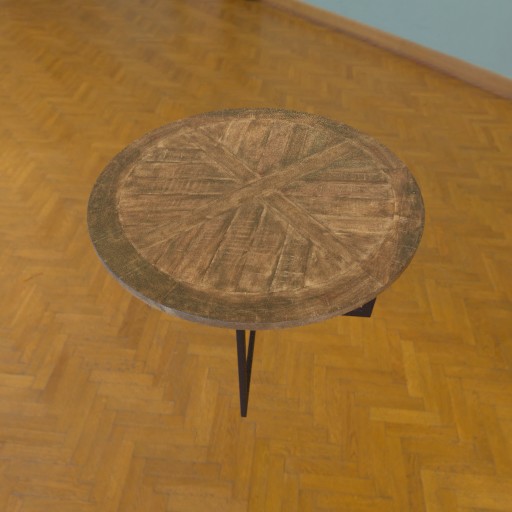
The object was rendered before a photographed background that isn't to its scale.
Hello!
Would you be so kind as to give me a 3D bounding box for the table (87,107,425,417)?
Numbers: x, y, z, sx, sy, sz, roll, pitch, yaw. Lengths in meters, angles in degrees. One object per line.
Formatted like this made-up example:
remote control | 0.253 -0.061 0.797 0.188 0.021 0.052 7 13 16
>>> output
table | 0.000 0.000 1.986 1.264 0.762 1.264 0 46 0
